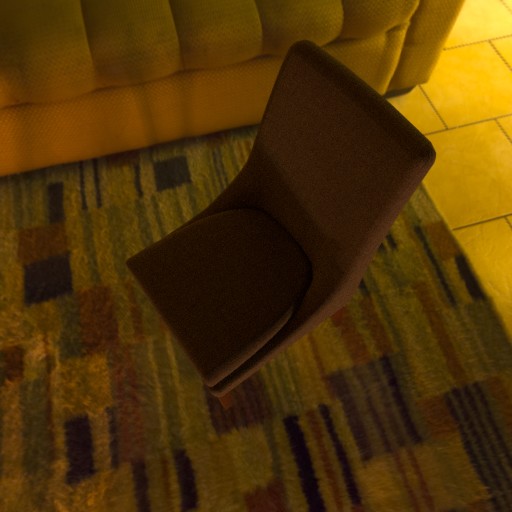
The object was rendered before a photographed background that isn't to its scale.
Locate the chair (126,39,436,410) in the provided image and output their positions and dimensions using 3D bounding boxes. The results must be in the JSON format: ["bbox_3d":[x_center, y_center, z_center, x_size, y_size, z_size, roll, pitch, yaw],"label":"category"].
[{"bbox_3d":[0.000,0.000,1.330,0.655,0.952,0.508,-33,68,-15],"label":"chair"}]
